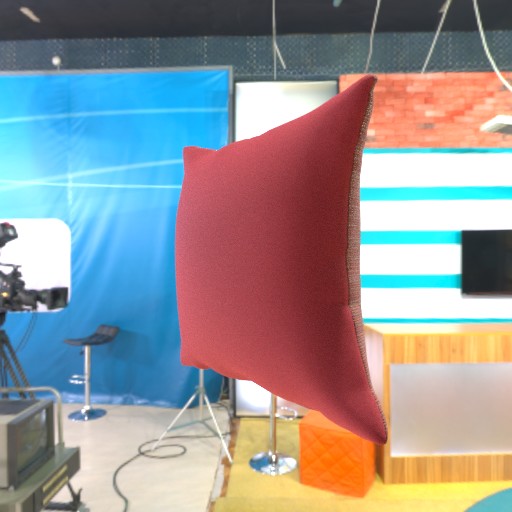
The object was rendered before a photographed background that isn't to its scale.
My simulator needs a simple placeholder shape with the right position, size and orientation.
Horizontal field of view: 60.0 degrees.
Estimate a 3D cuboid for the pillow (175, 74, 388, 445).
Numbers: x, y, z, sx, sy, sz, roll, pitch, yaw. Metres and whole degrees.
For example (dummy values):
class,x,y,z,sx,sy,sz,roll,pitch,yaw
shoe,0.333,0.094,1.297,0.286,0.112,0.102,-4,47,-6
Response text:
class,x,y,z,sx,sy,sz,roll,pitch,yaw
pillow,0.000,0.000,0.803,0.229,0.501,0.559,0,0,-38
